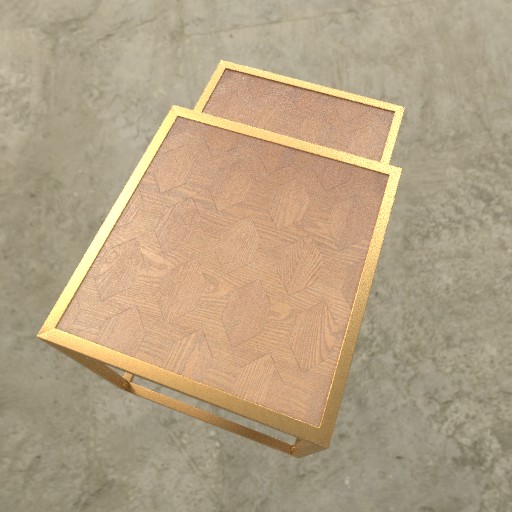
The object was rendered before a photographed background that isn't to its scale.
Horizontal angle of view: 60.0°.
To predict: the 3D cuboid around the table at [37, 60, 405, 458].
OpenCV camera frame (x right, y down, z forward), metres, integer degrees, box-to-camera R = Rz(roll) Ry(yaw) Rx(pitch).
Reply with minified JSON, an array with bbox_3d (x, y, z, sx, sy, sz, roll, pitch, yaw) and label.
[{"bbox_3d":[0.000,0.000,1.080,0.505,0.505,0.762,18,65,8],"label":"table"}]
